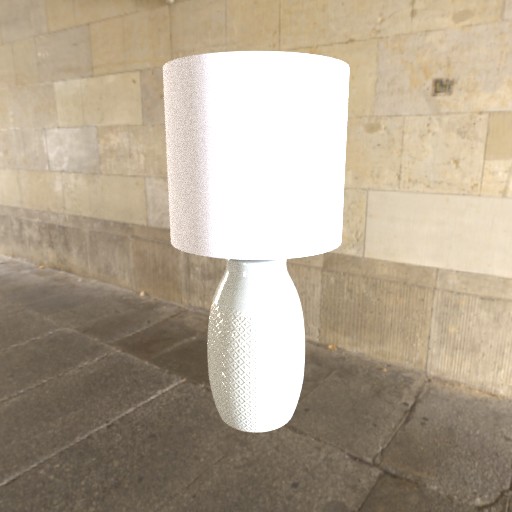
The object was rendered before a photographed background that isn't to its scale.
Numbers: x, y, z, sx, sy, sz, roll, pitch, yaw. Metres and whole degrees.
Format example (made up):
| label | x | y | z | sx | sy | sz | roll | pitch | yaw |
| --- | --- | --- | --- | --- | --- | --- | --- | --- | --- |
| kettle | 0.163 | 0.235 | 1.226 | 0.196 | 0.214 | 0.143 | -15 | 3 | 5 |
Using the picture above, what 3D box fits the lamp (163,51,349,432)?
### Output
| label | x | y | z | sx | sy | sz | roll | pitch | yaw |
| --- | --- | --- | --- | --- | --- | --- | --- | --- | --- |
| lamp | 0.000 | 0.000 | 0.579 | 0.217 | 0.453 | 0.217 | -2 | 14 | -8 |
